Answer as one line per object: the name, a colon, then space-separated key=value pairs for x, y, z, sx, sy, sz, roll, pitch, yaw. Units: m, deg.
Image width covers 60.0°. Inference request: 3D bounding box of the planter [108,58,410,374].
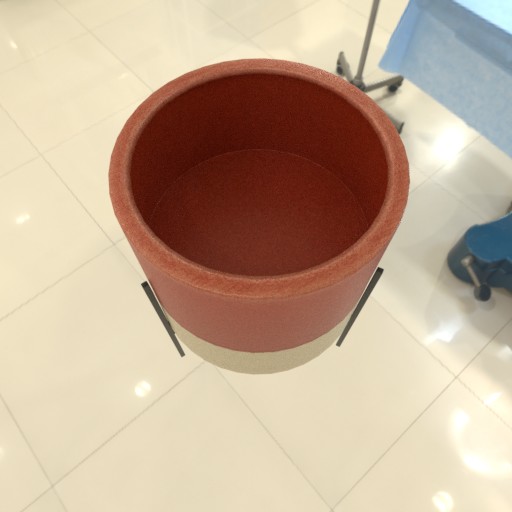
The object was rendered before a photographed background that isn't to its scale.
planter: x=0.000 y=0.000 z=0.708 sx=0.354 sy=0.465 sz=0.345 roll=-31 pitch=66 yaw=-15
